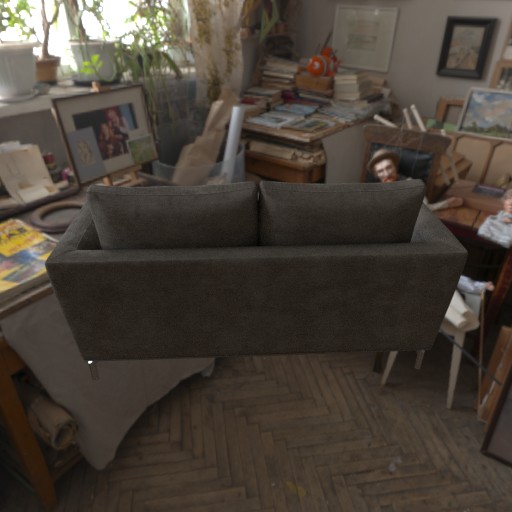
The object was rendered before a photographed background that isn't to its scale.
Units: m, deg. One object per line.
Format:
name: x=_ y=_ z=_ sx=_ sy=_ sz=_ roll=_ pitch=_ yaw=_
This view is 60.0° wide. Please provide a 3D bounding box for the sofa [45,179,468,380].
sofa: x=0.000 y=0.000 z=2.366 sx=1.832 sy=1.013 sz=0.855 roll=-1 pitch=31 yaw=-2
